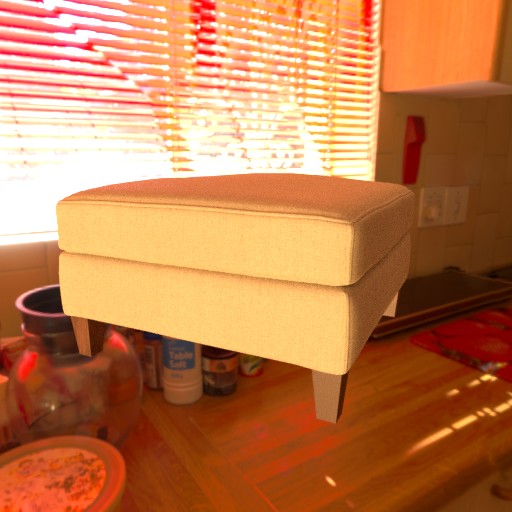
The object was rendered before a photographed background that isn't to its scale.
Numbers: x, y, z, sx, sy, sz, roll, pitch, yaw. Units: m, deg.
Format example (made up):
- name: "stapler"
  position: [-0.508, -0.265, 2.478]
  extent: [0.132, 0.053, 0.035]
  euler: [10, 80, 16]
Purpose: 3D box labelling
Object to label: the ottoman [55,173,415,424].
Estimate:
- name: "ottoman"
  position: [0.000, 0.000, 1.395]
  extent: [0.838, 0.503, 0.838]
  euler: [6, 14, 26]
